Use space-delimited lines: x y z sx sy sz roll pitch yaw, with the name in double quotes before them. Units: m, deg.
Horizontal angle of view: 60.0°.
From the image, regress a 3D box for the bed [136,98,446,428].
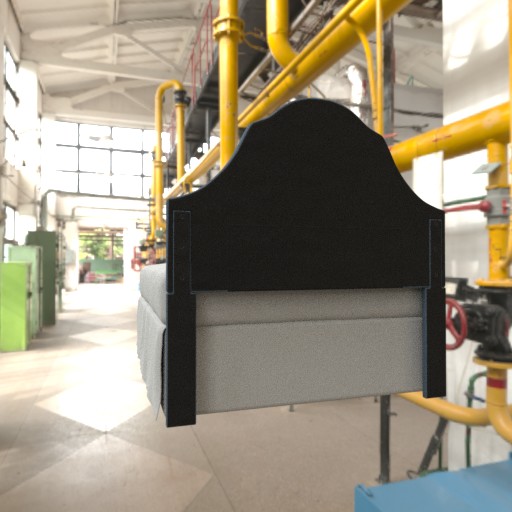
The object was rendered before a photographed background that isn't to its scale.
"bed" 0.000 0.000 3.251 1.636 1.575 2.155 0 -1 -18
